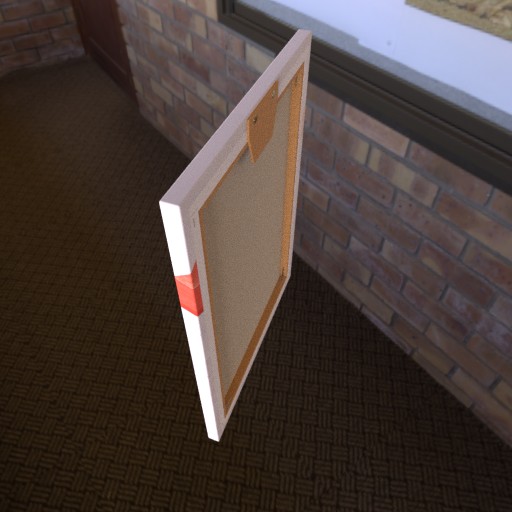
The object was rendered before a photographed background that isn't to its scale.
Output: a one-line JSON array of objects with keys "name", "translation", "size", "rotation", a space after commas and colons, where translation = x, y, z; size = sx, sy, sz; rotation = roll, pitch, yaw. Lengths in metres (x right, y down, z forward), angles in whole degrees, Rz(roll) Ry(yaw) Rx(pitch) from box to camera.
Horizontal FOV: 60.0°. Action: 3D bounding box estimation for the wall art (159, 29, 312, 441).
[{"name": "wall art", "translation": [0.000, 0.000, 1.318], "size": [0.045, 1.014, 0.759], "rotation": [16, 49, 14]}]
